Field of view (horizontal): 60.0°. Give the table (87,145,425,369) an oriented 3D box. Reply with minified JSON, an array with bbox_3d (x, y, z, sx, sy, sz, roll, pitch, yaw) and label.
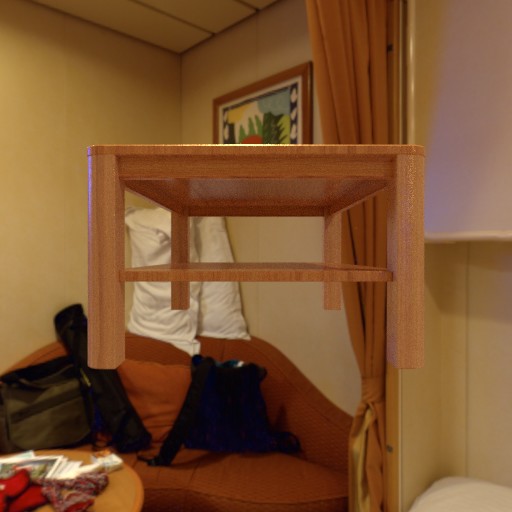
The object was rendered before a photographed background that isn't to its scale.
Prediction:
[{"bbox_3d":[0.000,0.000,1.375,0.696,0.445,0.997,0,0,0],"label":"table"}]
